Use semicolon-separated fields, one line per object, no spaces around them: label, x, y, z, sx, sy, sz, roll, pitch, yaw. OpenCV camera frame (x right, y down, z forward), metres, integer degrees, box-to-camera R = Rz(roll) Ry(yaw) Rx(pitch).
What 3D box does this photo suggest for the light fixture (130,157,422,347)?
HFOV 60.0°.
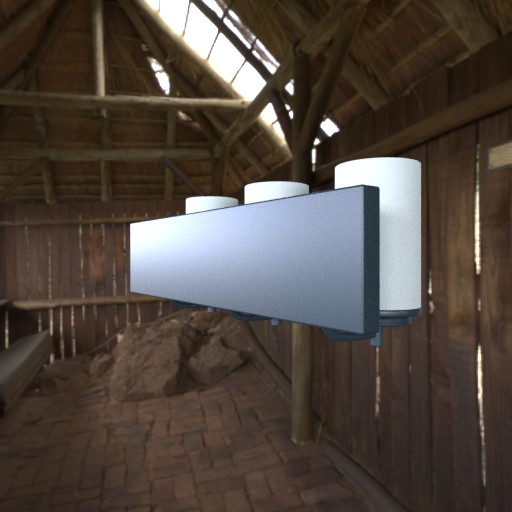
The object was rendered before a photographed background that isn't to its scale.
light fixture;0.000;0.000;0.532;0.145;0.172;0.451;0;0;-36
